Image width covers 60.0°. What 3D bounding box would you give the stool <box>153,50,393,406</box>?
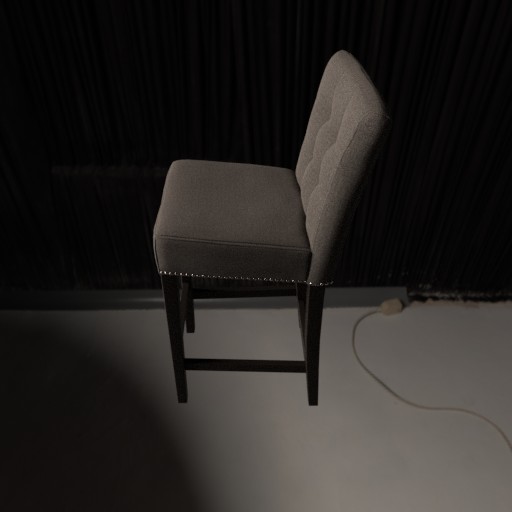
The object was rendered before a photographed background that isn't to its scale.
[{"bbox_3d":[0.000,0.000,1.320,0.548,1.047,0.411,-1,41,-1],"label":"stool"}]
